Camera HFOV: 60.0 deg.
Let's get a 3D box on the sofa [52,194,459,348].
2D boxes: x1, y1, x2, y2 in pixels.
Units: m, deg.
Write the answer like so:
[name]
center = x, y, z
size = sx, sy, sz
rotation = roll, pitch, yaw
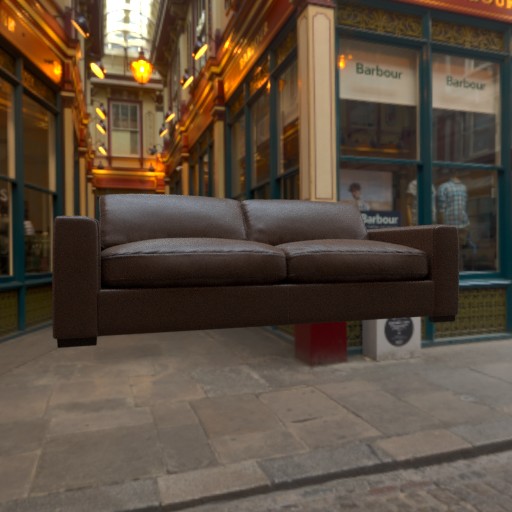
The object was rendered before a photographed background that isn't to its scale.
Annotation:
[sofa]
center = 0.000, 0.000, 2.790
size = 2.262, 0.801, 1.070
rotation = 0, 1, -19
